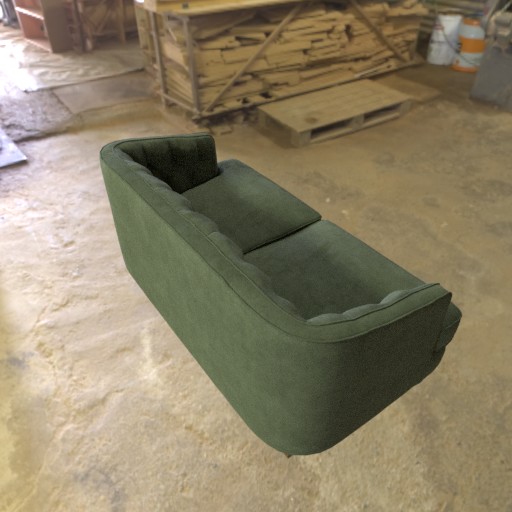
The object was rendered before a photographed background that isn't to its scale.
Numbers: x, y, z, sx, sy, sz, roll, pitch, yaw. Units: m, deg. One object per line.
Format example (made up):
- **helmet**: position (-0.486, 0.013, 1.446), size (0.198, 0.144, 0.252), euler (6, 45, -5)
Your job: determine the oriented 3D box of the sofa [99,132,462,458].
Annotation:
- **sofa**: position (0.000, 0.000, 2.180), size (0.941, 0.855, 1.733), euler (-25, 46, -27)
